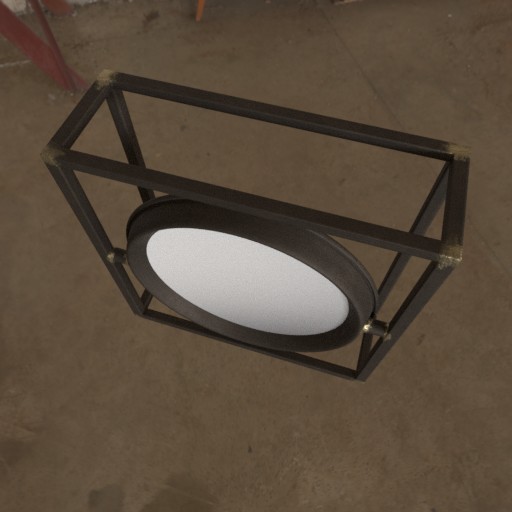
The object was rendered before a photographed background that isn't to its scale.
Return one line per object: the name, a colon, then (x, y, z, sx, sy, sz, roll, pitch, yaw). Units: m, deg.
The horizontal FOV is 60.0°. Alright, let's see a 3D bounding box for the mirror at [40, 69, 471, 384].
mirror: (0.000, 0.000, 0.461, 0.306, 0.303, 0.107, 15, 60, 9)
